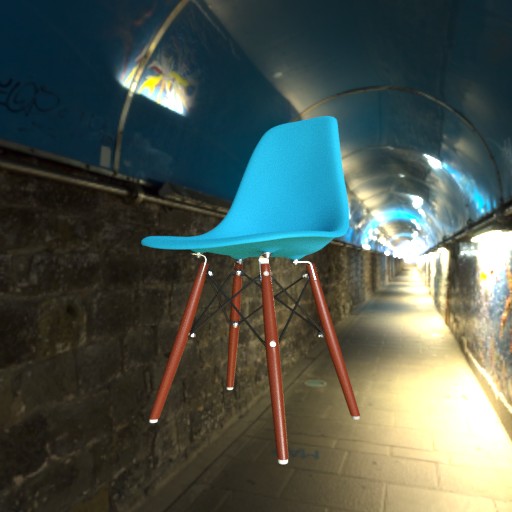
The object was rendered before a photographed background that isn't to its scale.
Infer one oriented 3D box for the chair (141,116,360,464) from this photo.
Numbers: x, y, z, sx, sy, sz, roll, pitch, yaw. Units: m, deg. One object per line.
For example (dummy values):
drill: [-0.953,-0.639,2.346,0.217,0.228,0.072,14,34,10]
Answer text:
chair: [0.000,0.000,1.139,0.470,0.826,0.533,0,0,35]
